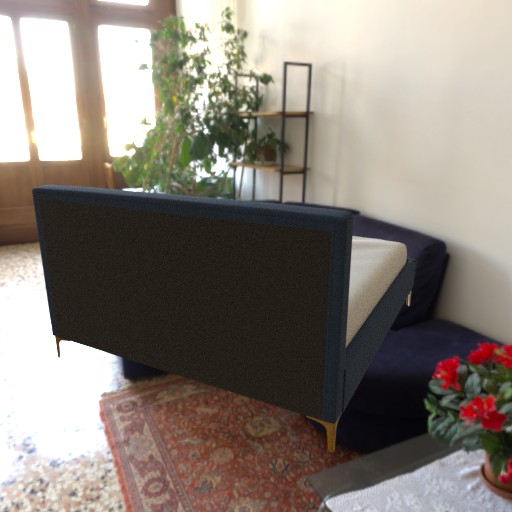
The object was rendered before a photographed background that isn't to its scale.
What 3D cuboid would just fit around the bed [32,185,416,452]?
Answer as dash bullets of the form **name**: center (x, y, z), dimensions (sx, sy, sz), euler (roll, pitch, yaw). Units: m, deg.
- **bed**: center (0.000, 0.000, 3.470), dimensions (2.096, 1.231, 2.232), euler (9, 18, 27)
